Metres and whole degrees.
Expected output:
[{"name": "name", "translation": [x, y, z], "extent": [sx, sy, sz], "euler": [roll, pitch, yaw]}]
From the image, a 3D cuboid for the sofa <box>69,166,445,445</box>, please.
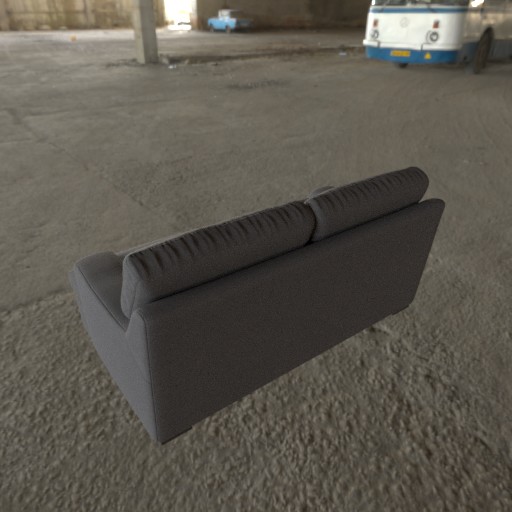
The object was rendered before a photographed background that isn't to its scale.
[{"name": "sofa", "translation": [0.000, 0.000, 2.528], "extent": [1.880, 0.940, 1.143], "euler": [-20, 35, -31]}]
